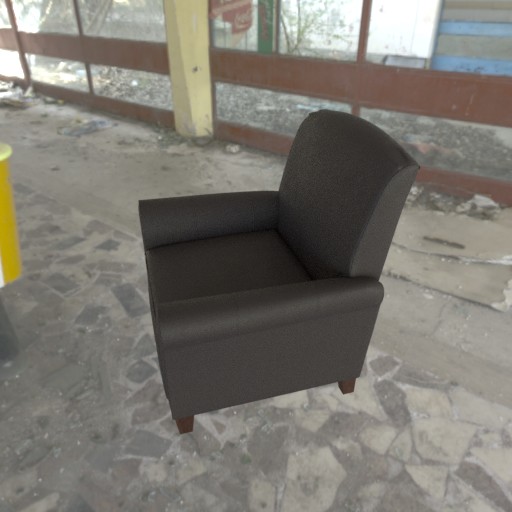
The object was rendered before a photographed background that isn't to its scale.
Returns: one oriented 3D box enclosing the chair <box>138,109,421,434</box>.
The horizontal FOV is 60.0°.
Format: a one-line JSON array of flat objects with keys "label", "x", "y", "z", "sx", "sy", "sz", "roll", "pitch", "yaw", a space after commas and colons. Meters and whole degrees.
[{"label": "chair", "x": 0.000, "y": 0.000, "z": 1.834, "sx": 0.902, "sy": 1.061, "sz": 0.978, "roll": -9, "pitch": 32, "yaw": -14}]
